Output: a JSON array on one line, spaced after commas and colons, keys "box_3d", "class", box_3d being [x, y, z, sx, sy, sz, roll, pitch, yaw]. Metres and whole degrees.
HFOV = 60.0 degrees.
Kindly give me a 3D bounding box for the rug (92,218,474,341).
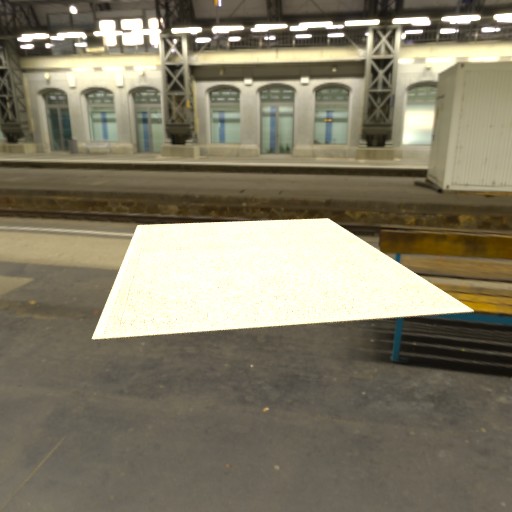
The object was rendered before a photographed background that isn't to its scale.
[{"box_3d": [0.000, 0.000, 4.194, 2.441, 0.015, 3.050, -3, 17, -9], "class": "rug"}]
